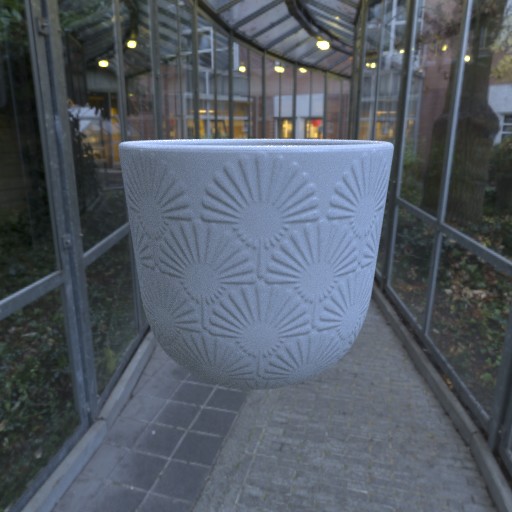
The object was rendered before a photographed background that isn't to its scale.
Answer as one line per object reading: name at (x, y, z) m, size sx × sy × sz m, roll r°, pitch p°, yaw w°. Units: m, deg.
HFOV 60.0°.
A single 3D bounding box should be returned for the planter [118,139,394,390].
planter at (0.000, 0.000, 0.304) m, size 0.170 × 0.152 × 0.170 m, roll 0°, pitch 16°, yaw 0°
